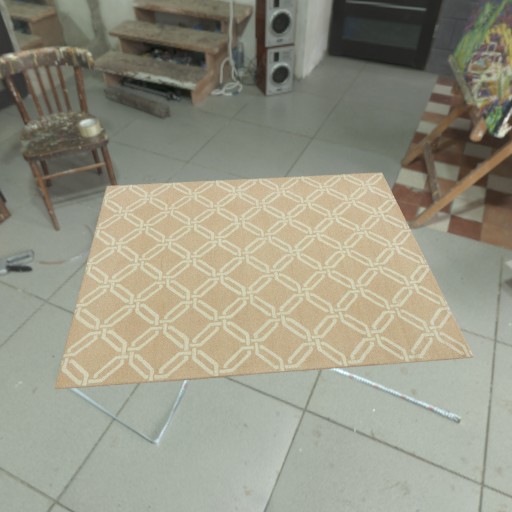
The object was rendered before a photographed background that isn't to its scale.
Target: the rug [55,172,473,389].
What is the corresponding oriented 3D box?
[{"bbox_3d":[0.000,0.000,3.850,2.895,0.018,2.288,-3,45,-3],"label":"rug"}]
